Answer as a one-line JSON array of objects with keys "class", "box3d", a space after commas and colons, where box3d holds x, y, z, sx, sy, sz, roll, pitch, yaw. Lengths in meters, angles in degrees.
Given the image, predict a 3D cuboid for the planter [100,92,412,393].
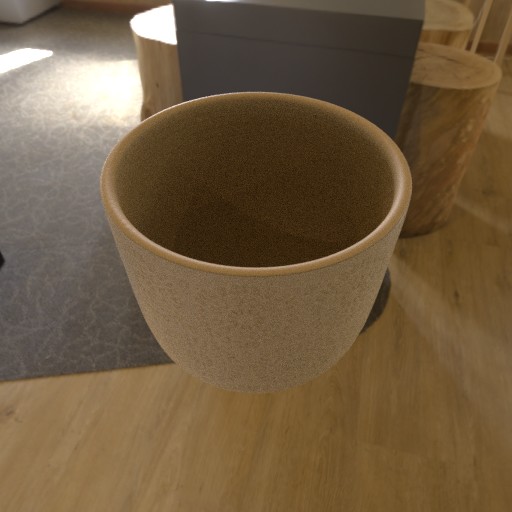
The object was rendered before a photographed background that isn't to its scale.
[{"class": "planter", "box3d": [0.000, 0.000, 0.302, 0.170, 0.152, 0.170, 0, 46, 0]}]
